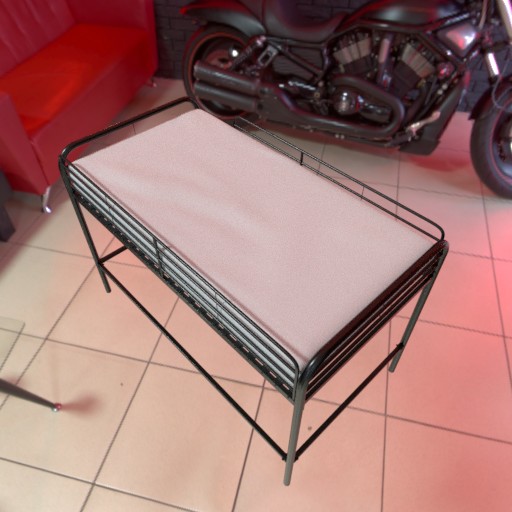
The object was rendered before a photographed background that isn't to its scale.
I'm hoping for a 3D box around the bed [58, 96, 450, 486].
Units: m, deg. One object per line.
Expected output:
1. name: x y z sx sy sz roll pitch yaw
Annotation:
1. bed: 0.000 0.000 2.852 1.393 1.289 1.968 -35 55 -28
